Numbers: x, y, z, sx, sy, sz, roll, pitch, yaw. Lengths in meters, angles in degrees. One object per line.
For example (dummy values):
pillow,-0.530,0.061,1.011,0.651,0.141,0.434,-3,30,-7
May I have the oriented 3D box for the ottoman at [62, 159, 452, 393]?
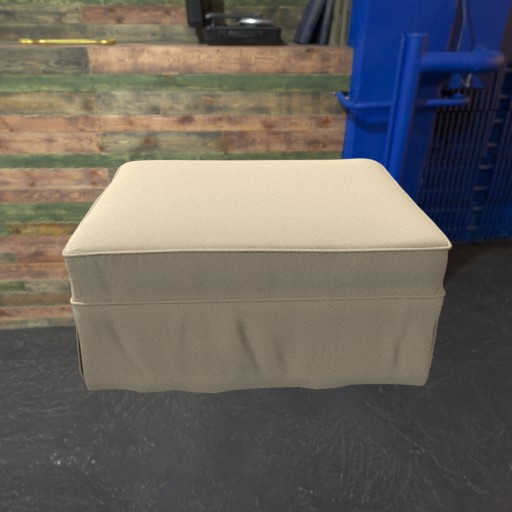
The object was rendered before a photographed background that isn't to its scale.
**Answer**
ottoman,0.000,0.000,1.364,0.959,0.482,0.721,-1,30,-2
